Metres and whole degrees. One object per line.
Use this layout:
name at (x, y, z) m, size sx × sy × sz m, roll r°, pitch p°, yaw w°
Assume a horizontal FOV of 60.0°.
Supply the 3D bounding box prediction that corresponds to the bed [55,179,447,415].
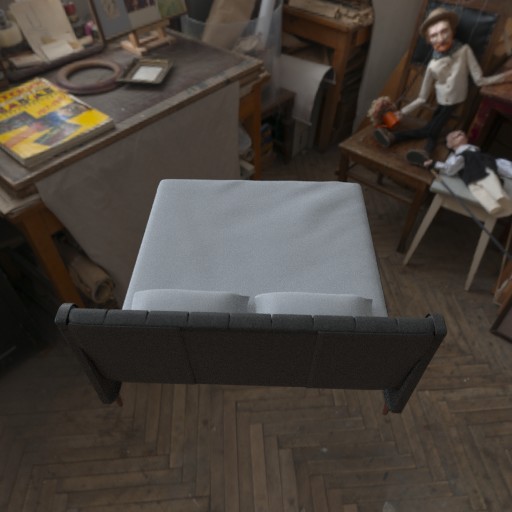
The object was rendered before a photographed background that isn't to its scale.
bed at (0.000, 0.000, 3.230) m, size 1.903 × 1.158 × 2.031 m, roll 1°, pitch 47°, yaw 1°
